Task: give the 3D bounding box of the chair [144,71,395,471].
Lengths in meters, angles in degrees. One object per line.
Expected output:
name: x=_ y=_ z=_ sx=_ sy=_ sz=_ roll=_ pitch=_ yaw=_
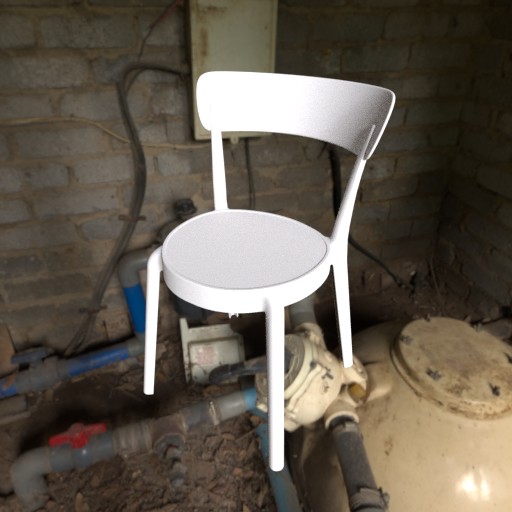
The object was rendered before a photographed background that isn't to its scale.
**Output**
chair: x=0.000 y=0.000 z=1.112 sx=0.506 sy=0.790 sz=0.491 roll=19 pitch=35 yaw=28
